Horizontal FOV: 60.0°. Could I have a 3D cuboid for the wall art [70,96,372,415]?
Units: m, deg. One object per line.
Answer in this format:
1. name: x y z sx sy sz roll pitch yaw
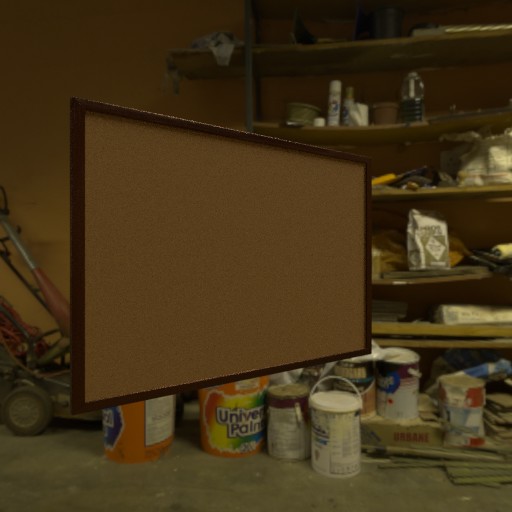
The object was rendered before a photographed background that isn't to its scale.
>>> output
1. wall art: 0.000 0.000 1.027 0.816 0.559 0.014 0 0 -37
